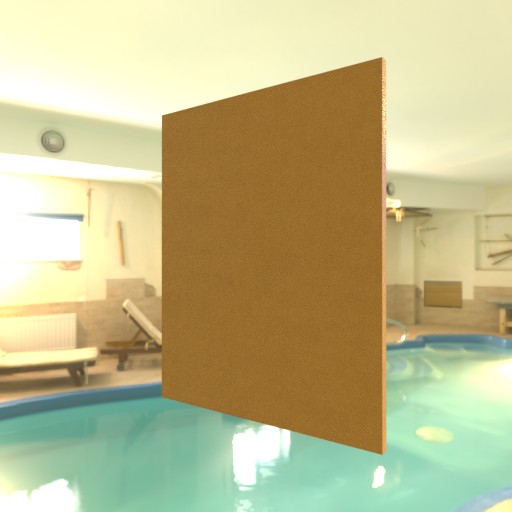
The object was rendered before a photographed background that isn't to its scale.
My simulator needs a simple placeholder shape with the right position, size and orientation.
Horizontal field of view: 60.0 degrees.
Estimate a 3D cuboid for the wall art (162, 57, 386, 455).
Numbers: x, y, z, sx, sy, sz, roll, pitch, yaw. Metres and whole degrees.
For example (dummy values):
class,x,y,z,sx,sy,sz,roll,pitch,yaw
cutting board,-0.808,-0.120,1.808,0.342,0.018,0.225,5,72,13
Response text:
class,x,y,z,sx,sy,sz,roll,pitch,yaw
wall art,0.000,0.000,1.357,0.798,1.002,0.030,0,0,35
